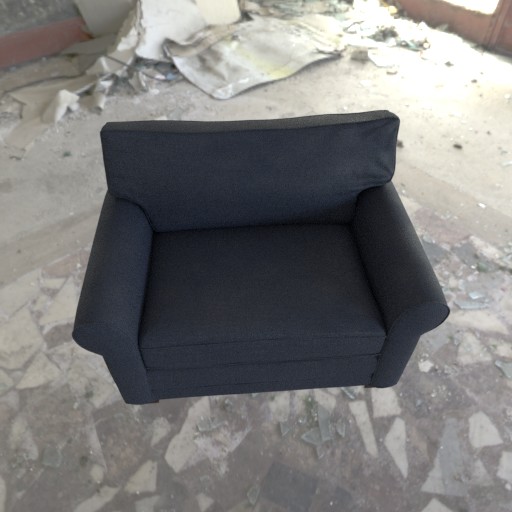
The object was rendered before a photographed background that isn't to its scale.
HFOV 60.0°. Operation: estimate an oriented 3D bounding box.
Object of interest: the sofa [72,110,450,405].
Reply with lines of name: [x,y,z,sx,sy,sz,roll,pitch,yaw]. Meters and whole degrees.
sofa: [0.000,0.000,2.009,1.405,1.004,0.938,-3,47,-3]
